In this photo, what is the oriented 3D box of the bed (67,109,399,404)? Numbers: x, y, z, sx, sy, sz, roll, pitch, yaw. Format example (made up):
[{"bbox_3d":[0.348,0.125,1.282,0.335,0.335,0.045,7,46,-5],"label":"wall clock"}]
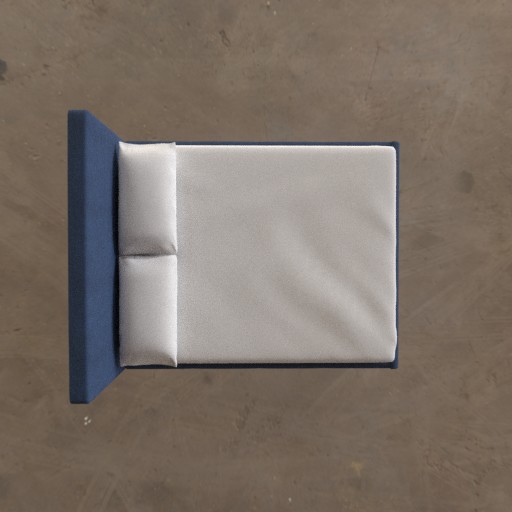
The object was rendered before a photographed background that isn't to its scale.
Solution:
[{"bbox_3d":[0.000,0.000,3.145,2.172,1.231,1.723,0,91,-1],"label":"bed"}]
